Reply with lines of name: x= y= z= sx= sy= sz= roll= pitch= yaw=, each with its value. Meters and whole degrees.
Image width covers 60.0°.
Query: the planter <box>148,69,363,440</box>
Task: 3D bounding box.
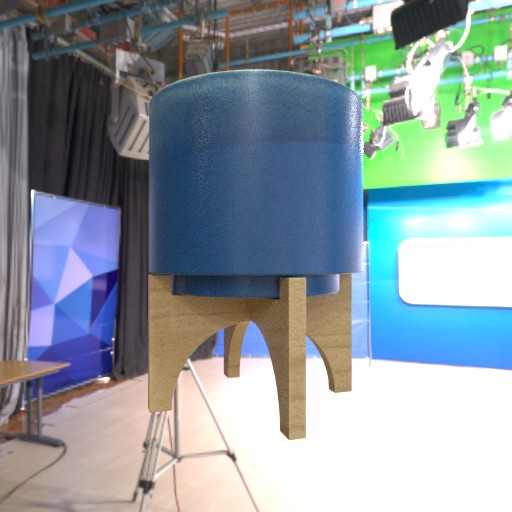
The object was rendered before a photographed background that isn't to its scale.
planter: x=0.000 y=0.000 z=0.408 sx=0.192 sy=0.263 sz=0.192 roll=0 pitch=0 yaw=0
